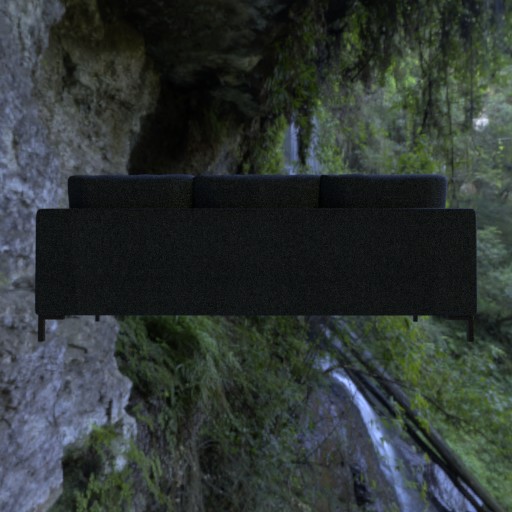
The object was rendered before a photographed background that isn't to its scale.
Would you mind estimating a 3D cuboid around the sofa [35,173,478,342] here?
[{"bbox_3d":[0.000,0.000,2.630,2.218,0.874,0.859,0,-1,0],"label":"sofa"}]
